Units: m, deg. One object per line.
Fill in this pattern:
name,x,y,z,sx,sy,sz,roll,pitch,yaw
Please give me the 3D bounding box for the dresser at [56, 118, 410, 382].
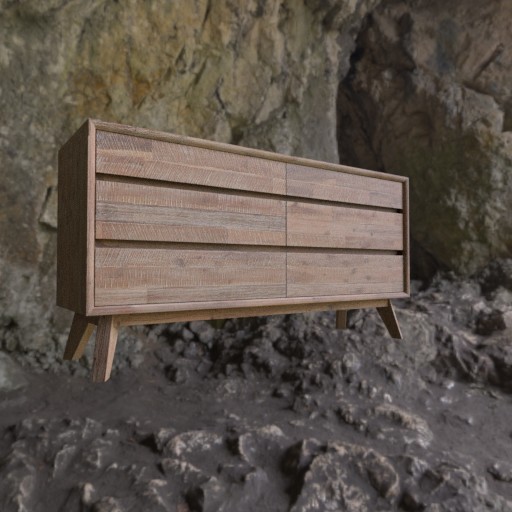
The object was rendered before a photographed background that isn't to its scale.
dresser,0.000,0.000,1.965,1.554,0.805,0.455,1,-2,-35
